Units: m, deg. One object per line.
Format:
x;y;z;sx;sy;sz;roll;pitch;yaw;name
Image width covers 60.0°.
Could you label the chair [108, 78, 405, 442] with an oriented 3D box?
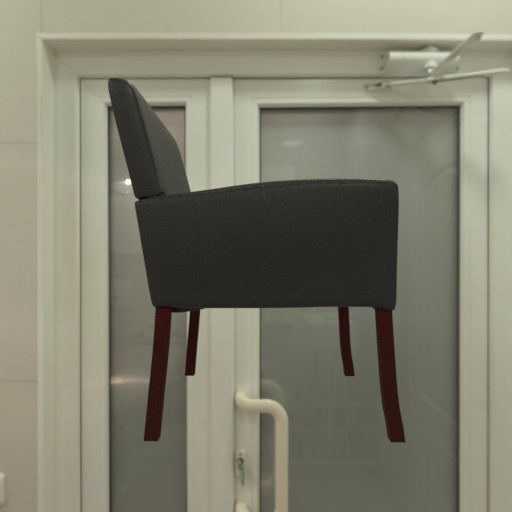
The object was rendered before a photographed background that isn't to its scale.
0.000;0.000;1.461;0.772;0.951;0.683;0;0;1;chair
